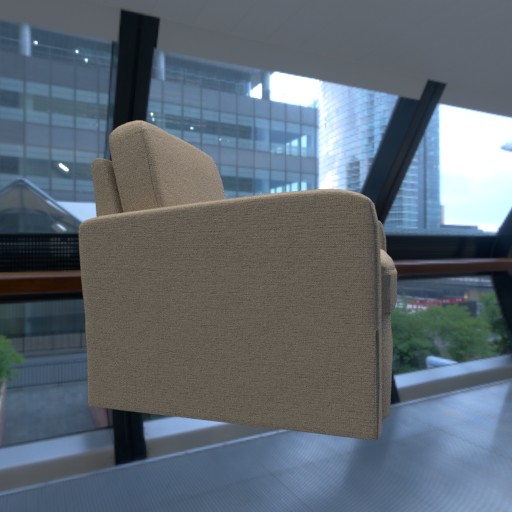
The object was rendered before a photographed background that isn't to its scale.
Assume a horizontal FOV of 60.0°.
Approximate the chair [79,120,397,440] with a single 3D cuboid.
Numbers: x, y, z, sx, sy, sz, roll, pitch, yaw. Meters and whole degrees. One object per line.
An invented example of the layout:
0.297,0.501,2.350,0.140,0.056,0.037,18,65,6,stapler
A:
0.000,0.000,1.464,0.888,0.827,0.755,0,0,18,chair
